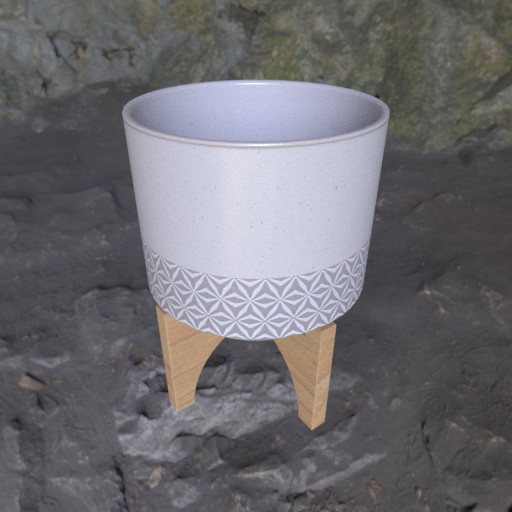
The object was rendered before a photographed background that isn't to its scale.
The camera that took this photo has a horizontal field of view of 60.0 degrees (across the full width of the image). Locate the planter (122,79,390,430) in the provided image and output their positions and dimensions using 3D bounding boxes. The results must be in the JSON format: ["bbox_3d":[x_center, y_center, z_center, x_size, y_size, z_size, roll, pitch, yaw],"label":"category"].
[{"bbox_3d":[0.000,0.000,0.389,0.188,0.260,0.188,0,31,0],"label":"planter"}]
